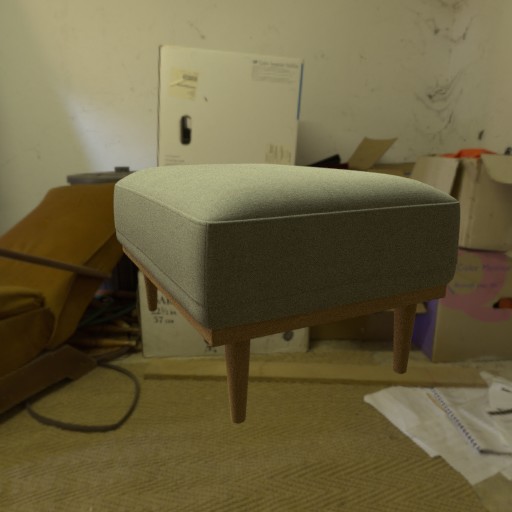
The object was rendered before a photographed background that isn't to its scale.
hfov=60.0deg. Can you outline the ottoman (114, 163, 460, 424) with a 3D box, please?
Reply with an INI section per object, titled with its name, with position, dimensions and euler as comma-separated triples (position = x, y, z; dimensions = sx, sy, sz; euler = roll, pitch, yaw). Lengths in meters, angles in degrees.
[ottoman]
position = 0.000, 0.000, 1.082
dimensions = 0.549, 0.428, 0.749
euler = -7, 16, -26
